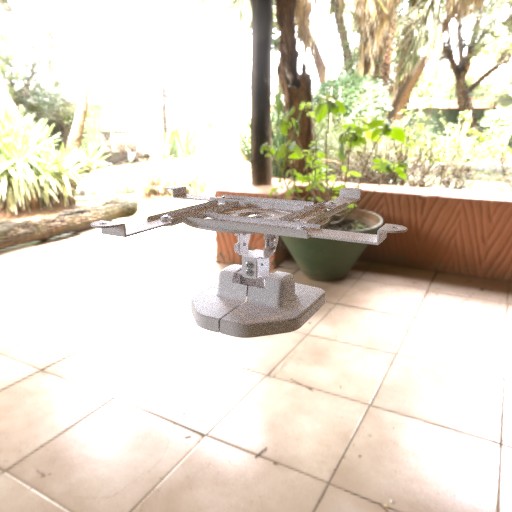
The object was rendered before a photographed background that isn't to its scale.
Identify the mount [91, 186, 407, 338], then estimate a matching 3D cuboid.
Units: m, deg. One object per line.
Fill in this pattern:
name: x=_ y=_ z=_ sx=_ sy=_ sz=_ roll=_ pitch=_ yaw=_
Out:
mount: x=0.000 y=0.000 z=0.580 sx=0.394 sy=0.141 sz=0.394 roll=9 pitch=18 yaw=27
